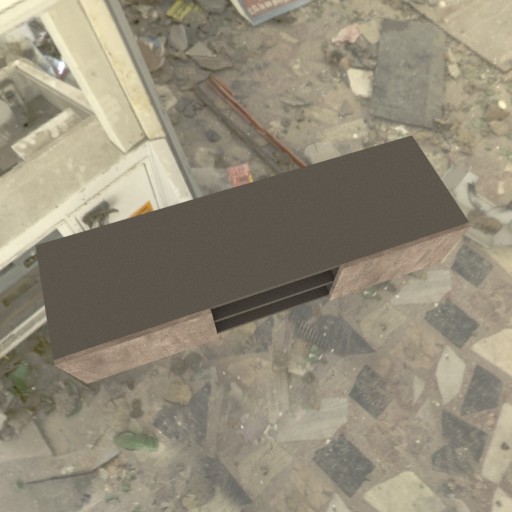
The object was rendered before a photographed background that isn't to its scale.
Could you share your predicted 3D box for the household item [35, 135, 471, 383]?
[{"bbox_3d":[0.000,0.000,1.621,1.400,0.310,0.420,-18,65,-9],"label":"household item"}]
